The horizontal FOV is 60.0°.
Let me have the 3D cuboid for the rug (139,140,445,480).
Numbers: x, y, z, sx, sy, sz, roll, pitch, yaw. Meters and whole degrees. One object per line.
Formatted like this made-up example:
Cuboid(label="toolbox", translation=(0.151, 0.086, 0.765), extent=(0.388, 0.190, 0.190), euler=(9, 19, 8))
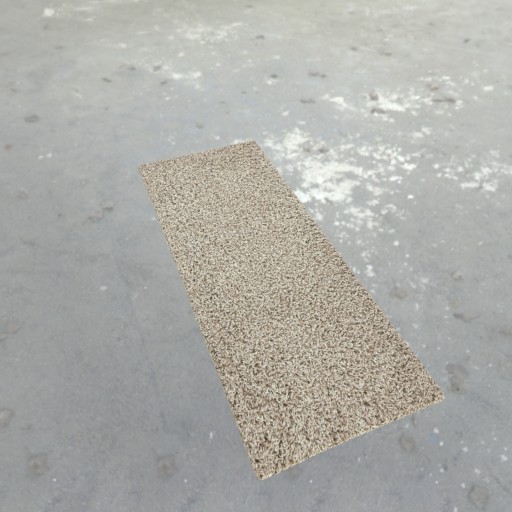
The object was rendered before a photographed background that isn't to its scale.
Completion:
Cuboid(label="rug", translation=(0.000, 0.000, 1.733), extent=(0.609, 0.030, 1.524), euler=(-16, 49, -15))
